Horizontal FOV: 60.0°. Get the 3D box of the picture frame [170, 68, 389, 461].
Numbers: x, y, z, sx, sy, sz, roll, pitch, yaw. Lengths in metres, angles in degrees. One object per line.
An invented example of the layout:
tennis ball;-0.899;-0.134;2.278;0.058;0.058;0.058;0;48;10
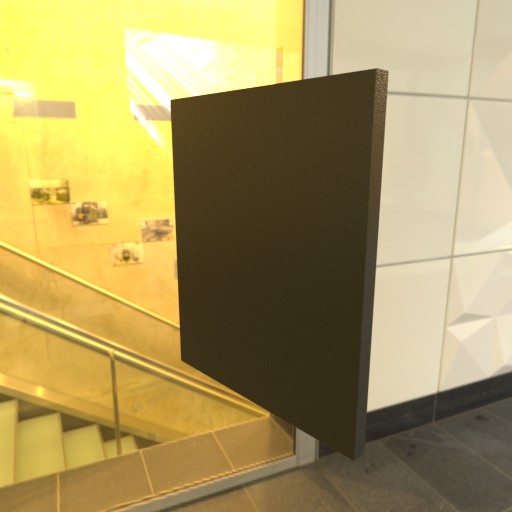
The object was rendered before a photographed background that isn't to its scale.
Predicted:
picture frame;0.000;0.000;0.780;0.028;0.556;0.460;-12;18;-42
